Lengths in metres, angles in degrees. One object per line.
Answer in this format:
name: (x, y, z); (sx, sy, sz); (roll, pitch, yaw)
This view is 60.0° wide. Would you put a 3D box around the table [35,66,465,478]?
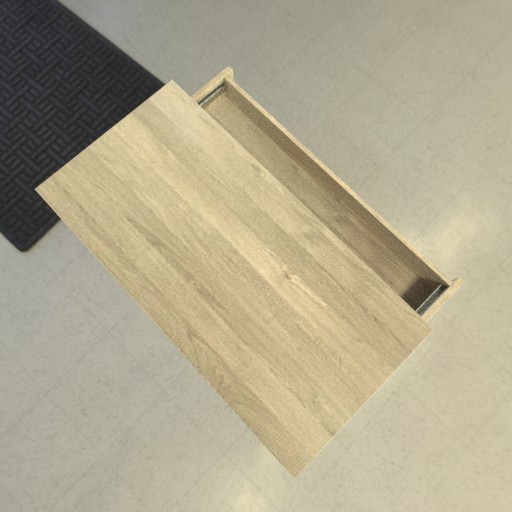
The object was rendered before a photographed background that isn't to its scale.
table: (0.000, 0.000, 1.454); (0.712, 0.570, 1.000); (-43, 79, -10)
